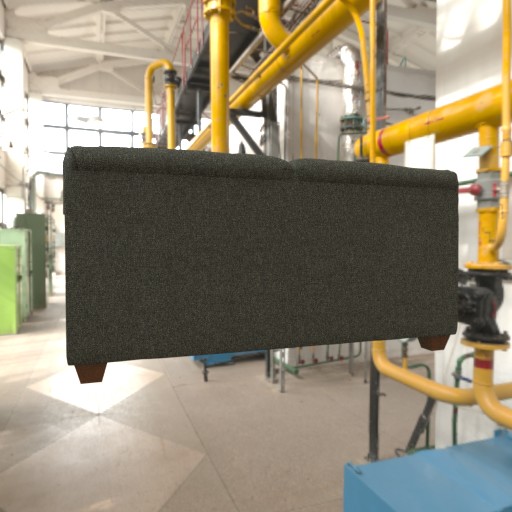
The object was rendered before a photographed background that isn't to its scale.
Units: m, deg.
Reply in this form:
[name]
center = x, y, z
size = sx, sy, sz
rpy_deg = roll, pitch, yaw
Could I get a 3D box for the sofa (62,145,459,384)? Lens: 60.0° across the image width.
[sofa]
center = 0.000, 0.000, 2.394
size = 1.846, 0.958, 0.998
rpy_deg = -1, 2, -19
